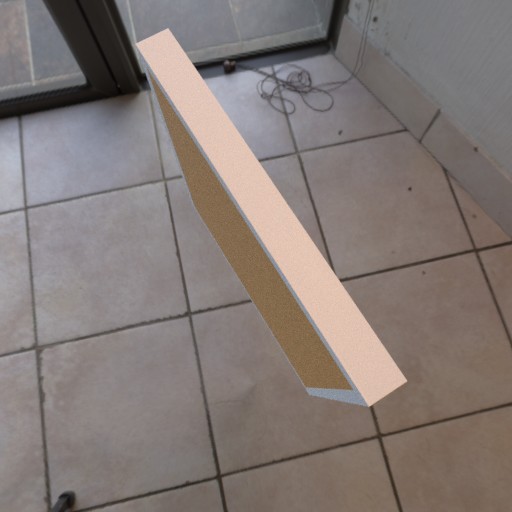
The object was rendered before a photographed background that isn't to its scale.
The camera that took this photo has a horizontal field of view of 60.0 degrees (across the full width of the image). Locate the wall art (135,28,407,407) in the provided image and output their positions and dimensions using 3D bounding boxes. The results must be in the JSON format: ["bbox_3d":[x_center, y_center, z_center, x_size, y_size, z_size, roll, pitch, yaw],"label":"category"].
[{"bbox_3d":[0.000,0.000,0.596,0.038,0.406,0.406,-30,76,-8],"label":"wall art"}]
